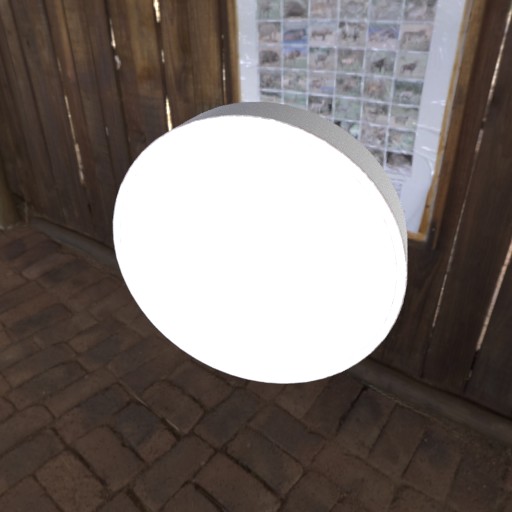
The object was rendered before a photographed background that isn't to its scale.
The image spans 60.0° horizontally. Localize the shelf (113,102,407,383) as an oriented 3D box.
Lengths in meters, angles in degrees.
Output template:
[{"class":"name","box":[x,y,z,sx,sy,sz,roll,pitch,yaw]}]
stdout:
[{"class":"shelf","box":[0.000,0.000,1.248,0.806,0.807,0.158,8,31,14]}]
